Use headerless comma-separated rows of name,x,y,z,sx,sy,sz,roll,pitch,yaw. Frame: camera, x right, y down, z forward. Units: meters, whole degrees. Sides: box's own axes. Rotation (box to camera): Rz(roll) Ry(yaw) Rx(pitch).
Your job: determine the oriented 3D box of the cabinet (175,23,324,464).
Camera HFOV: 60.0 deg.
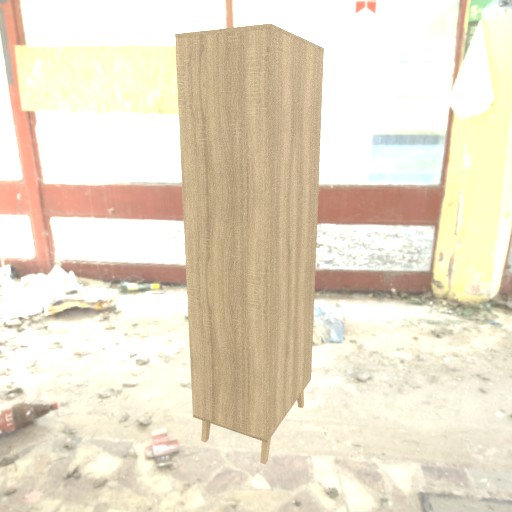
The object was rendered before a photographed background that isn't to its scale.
cabinet,0.000,0.000,2.095,0.400,1.850,0.570,8,18,26
